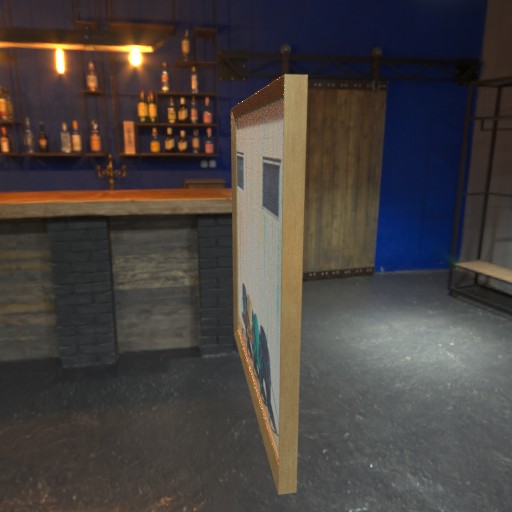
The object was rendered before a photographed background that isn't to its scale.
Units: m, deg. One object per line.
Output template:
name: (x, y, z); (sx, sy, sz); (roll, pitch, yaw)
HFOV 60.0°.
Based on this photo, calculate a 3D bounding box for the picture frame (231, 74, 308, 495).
picture frame: (0.000, 0.000, 1.127); (0.037, 0.761, 0.758); (-2, 15, -9)
